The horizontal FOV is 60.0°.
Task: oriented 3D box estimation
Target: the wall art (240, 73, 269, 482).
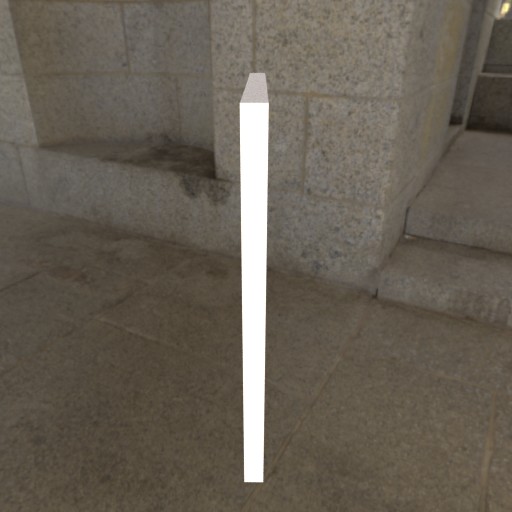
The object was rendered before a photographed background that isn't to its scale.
[{"bbox_3d":[0.000,0.000,0.753,0.030,0.549,0.443,0,26,1],"label":"wall art"}]
